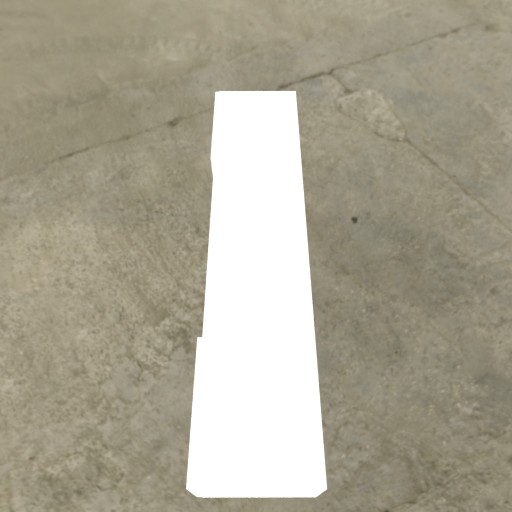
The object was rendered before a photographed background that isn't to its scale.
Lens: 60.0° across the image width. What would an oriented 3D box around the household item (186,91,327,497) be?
[{"bbox_3d":[0.000,0.000,1.950,0.420,0.310,1.850,0,57,0],"label":"household item"}]
